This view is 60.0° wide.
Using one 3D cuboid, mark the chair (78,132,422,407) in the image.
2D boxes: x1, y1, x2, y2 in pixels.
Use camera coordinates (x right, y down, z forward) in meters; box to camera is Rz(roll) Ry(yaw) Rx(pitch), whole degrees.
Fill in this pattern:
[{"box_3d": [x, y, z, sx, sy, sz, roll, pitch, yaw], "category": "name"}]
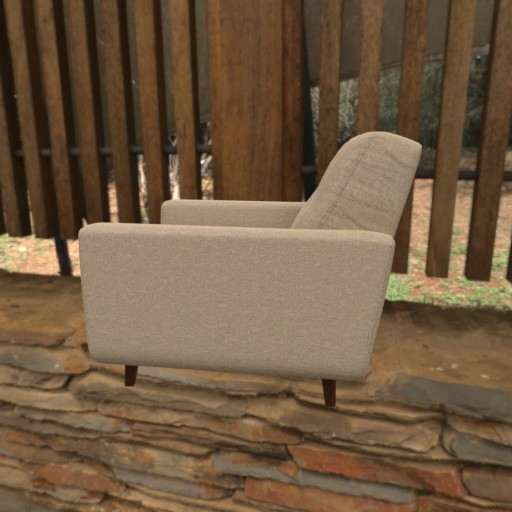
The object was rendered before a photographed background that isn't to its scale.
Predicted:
[{"box_3d": [0.000, 0.000, 1.836, 1.128, 0.965, 0.897, 2, 13, 9], "category": "chair"}]
